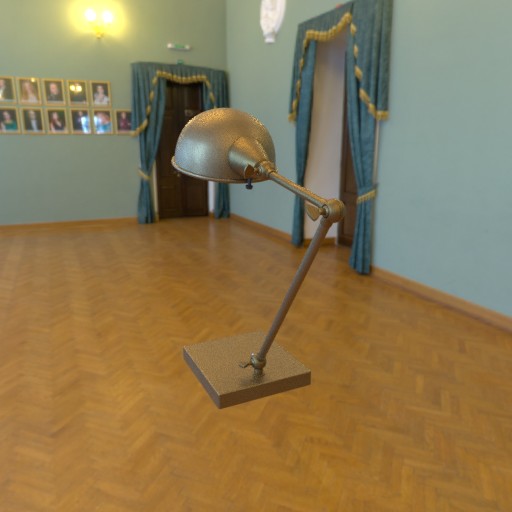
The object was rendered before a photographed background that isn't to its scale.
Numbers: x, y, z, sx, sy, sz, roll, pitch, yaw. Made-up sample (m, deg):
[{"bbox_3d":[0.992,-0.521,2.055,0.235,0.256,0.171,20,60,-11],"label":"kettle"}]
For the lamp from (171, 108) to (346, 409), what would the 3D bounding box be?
[{"bbox_3d":[0.000,0.000,0.564,0.149,0.371,0.339,-7,16,-25],"label":"lamp"}]
